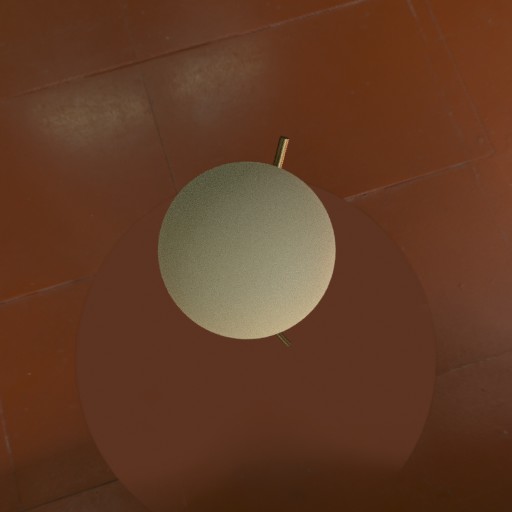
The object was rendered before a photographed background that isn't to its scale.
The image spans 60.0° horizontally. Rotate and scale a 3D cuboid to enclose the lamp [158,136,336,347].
[{"bbox_3d":[0.000,0.000,0.659,0.210,0.552,0.251,16,79,3],"label":"lamp"}]
